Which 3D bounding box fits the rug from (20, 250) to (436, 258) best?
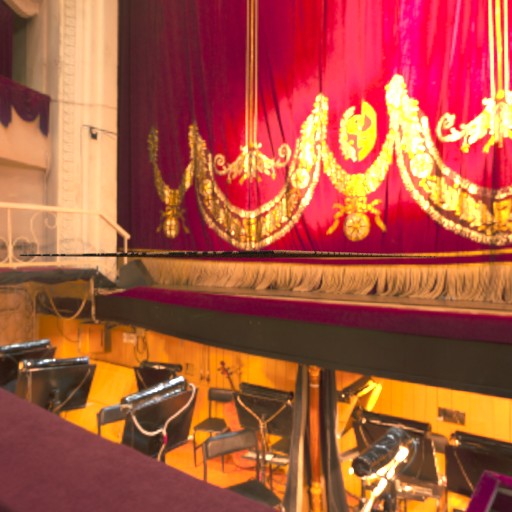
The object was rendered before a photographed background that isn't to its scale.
[{"bbox_3d":[0.000,0.000,4.018,2.416,0.014,3.017,0,-1,35],"label":"rug"}]
